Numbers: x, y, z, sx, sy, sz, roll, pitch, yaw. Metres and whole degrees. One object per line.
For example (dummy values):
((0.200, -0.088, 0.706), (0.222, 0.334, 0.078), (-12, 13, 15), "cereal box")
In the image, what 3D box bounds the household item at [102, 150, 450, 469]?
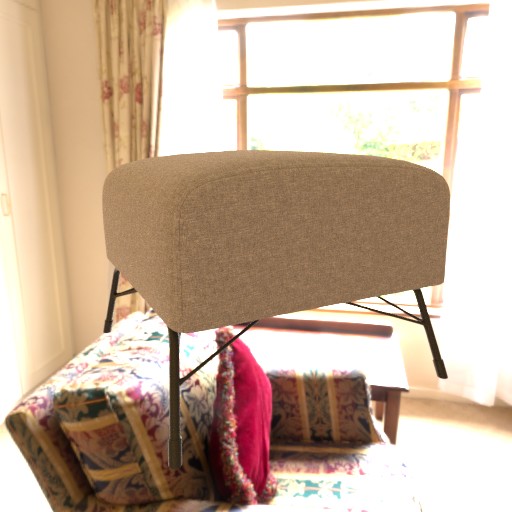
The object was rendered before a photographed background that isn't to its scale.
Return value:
((0.000, 0.000, 0.880), (0.530, 0.410, 0.530), (-7, 14, -27), "household item")
